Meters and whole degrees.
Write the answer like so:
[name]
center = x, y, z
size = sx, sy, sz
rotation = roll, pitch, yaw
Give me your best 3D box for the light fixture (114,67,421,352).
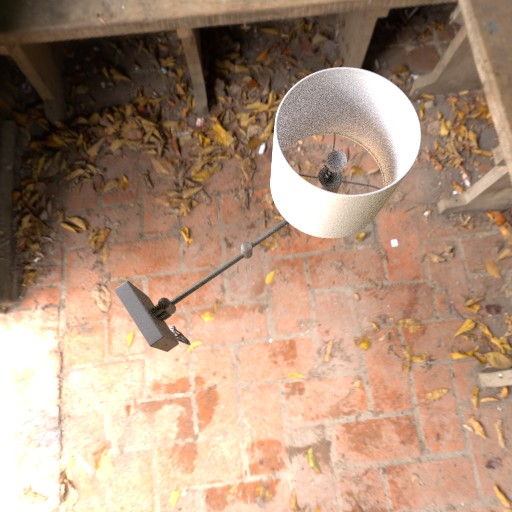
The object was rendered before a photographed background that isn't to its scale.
[light fixture]
center = 0.000, 0.000, 0.903
size = 0.516, 0.651, 0.203
rotation = -35, 77, -9
